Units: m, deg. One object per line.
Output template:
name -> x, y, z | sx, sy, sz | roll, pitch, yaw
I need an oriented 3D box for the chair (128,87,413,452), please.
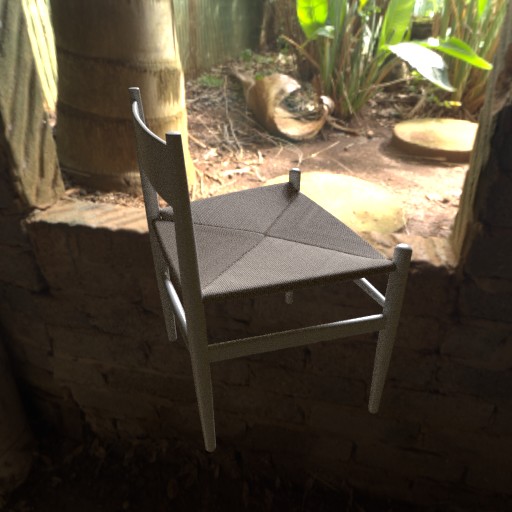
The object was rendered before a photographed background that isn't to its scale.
chair -> 0.000, 0.000, 1.114 | 0.495, 0.762, 0.556 | -11, 32, -18
